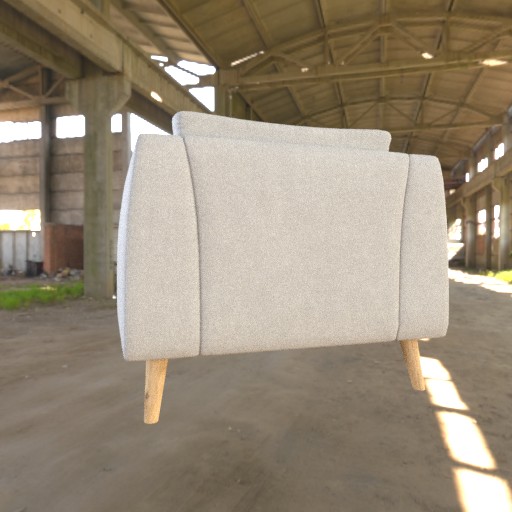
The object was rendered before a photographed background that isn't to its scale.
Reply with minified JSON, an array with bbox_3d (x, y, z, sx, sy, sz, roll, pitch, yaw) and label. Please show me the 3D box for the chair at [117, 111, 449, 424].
[{"bbox_3d":[0.000,0.000,1.685,1.000,0.860,0.930,0,1,-18],"label":"chair"}]
